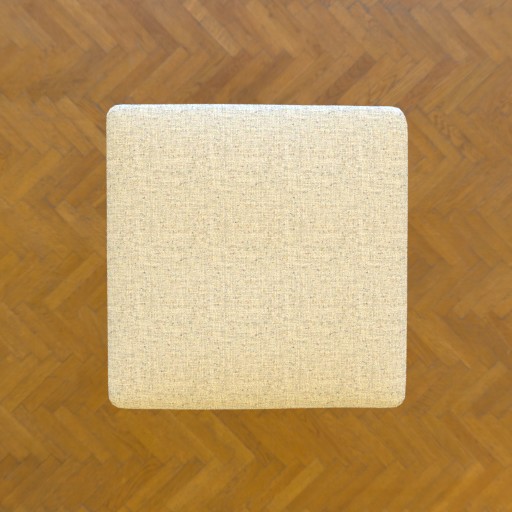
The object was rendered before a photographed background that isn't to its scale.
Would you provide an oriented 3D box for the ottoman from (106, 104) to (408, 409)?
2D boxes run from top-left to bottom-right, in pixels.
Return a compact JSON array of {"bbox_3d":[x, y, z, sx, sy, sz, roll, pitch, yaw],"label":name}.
[{"bbox_3d":[0.000,0.000,0.930,0.512,0.453,0.521,0,91,-1],"label":"ottoman"}]
